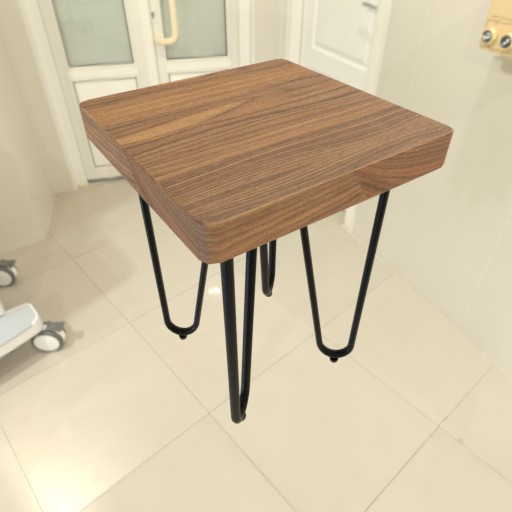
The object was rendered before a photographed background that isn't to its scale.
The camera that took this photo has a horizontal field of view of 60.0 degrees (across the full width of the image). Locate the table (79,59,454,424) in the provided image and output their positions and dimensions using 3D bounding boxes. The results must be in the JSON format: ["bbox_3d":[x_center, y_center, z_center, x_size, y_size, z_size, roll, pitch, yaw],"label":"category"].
[{"bbox_3d":[0.000,0.000,0.977,0.480,0.641,0.479,-24,46,-26],"label":"table"}]
